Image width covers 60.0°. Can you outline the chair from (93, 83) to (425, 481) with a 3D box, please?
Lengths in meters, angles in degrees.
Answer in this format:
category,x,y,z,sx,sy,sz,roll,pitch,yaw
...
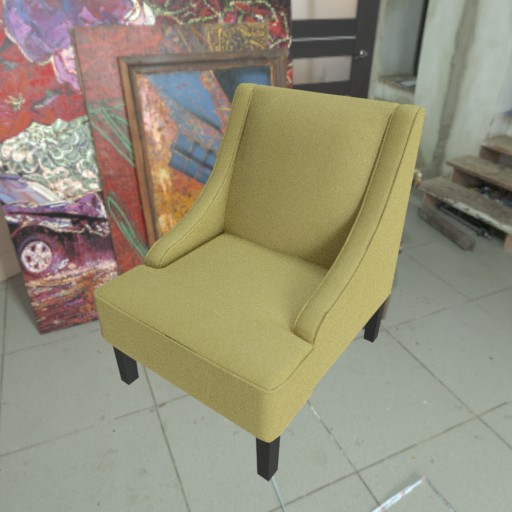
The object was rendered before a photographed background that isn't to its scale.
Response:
category,x,y,z,sx,sy,sz,roll,pitch,yaw
chair,0.000,0.000,1.438,0.696,0.896,0.814,21,37,31
